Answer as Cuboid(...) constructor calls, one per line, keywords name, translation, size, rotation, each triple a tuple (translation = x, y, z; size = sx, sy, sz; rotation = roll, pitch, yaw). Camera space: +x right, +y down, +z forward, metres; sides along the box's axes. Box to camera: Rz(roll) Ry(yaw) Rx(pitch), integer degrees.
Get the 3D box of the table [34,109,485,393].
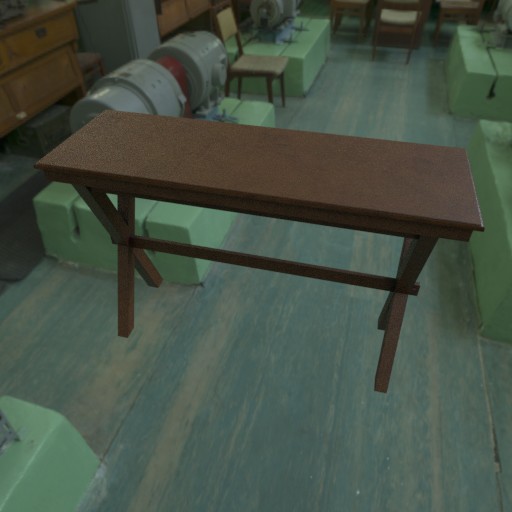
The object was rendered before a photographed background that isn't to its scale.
Cuboid(name="table", translation=(0.000, 0.000, 1.529), size=(1.197, 0.763, 0.399), rotation=(9, 41, 11))
